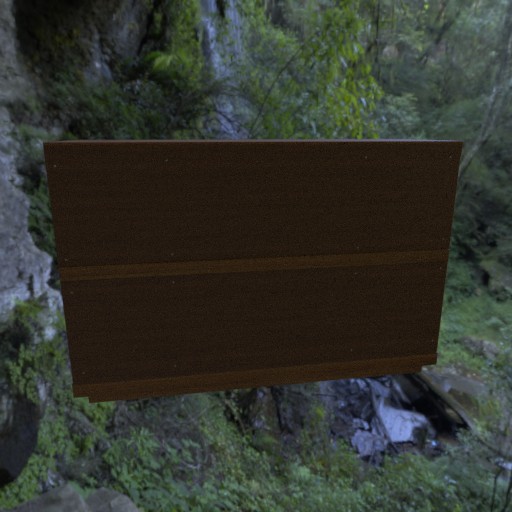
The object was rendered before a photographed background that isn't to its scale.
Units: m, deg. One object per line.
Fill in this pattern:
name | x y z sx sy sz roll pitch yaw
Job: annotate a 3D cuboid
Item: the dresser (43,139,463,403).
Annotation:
dresser | 0.000 0.000 1.635 1.261 0.825 0.479 -3 16 -9
